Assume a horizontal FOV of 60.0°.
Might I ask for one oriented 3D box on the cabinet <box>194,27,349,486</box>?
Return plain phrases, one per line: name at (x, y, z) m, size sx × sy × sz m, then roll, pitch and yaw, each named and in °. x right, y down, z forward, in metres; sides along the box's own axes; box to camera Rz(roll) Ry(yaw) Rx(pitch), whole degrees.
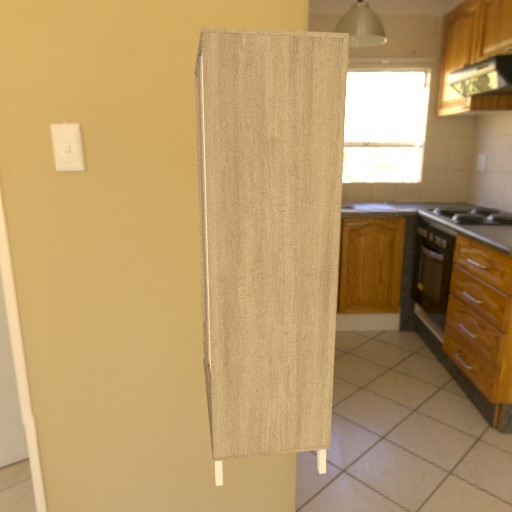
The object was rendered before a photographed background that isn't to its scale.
cabinet at (0.000, 0.000, 2.393) m, size 0.571 × 1.999 × 1.006 m, roll -2°, pitch 14°, yaw -9°
